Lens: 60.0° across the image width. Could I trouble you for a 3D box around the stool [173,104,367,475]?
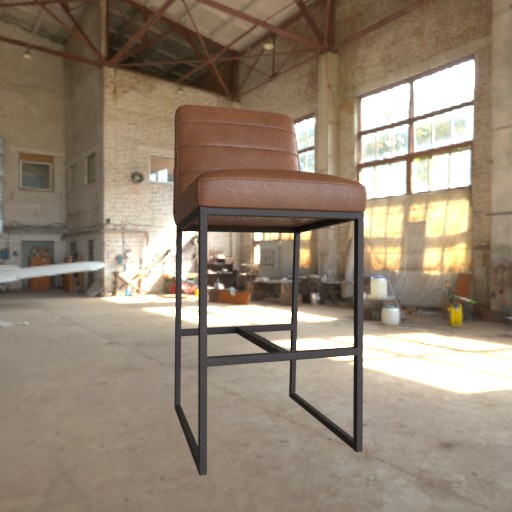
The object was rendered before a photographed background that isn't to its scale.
[{"bbox_3d":[0.000,0.000,1.354,0.458,1.040,0.556,0,0,-17],"label":"stool"}]
